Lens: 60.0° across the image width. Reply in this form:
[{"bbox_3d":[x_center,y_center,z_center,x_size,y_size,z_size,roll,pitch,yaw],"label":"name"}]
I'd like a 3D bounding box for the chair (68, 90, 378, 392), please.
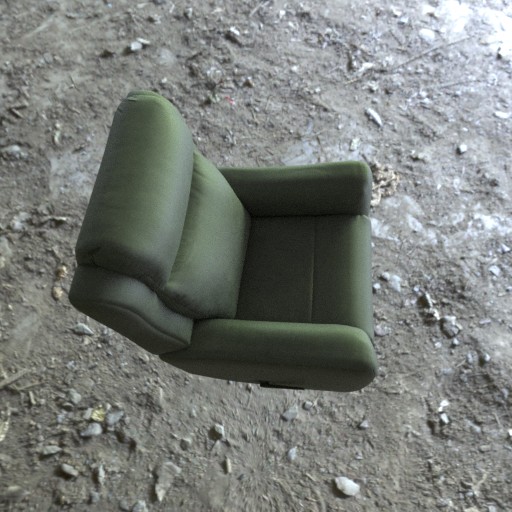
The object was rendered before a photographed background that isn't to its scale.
[{"bbox_3d":[0.000,0.000,1.856,1.068,1.116,0.967,5,64,2],"label":"chair"}]
